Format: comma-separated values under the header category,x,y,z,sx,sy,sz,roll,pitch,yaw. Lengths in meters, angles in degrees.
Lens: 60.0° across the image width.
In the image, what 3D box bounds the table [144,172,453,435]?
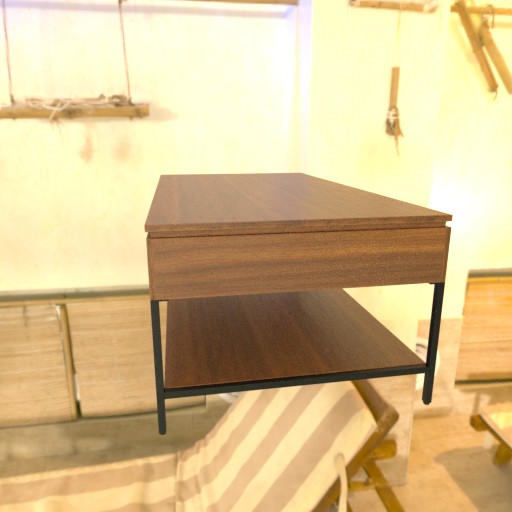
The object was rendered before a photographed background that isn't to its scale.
category,x,y,z,sx,sy,sz,roll,pitch,yaw
table,0.000,0.000,1.352,0.574,0.414,1.057,-3,15,-10
